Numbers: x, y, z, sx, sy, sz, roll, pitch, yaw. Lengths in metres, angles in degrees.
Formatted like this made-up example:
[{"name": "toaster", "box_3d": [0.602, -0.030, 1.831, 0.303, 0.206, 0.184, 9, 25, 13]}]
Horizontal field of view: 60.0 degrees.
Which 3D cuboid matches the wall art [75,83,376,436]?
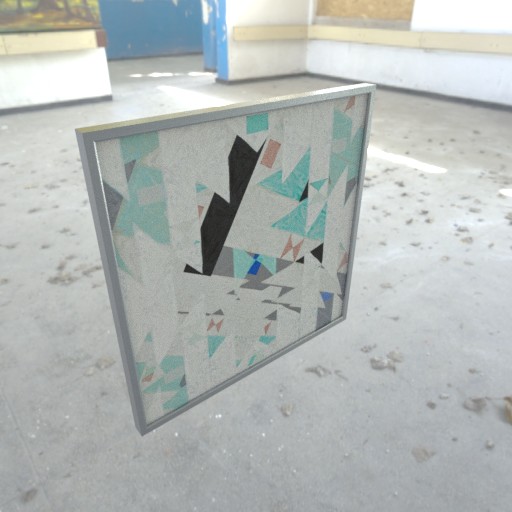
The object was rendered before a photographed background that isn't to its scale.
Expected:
[{"name": "wall art", "box_3d": [0.000, 0.000, 1.208, 0.806, 0.806, 0.038, -22, 37, -32]}]
